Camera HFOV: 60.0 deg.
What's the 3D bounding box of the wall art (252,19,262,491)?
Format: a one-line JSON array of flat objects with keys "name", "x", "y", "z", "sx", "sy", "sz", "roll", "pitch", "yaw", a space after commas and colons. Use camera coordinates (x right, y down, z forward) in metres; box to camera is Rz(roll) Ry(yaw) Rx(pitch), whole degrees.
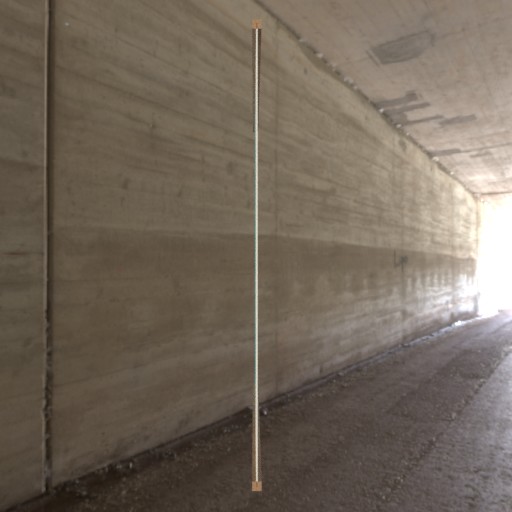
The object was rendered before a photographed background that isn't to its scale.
[{"name": "wall art", "x": 0.000, "y": 0.000, "z": 0.801, "sx": 0.012, "sy": 0.608, "sz": 0.459, "roll": 0, "pitch": -1, "yaw": 0}]
